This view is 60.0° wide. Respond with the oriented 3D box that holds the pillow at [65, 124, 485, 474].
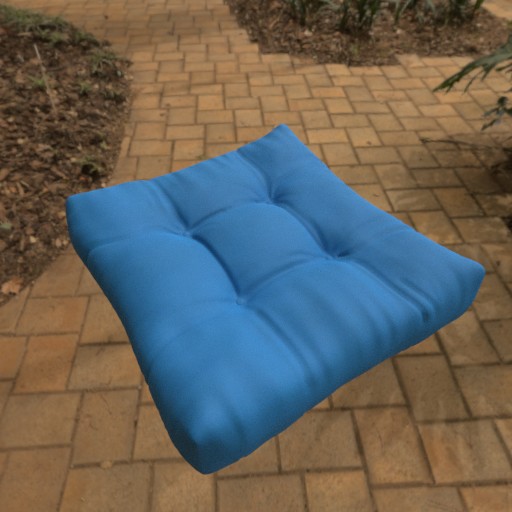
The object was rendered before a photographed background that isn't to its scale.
[{"bbox_3d":[0.000,0.000,0.691,0.468,0.128,0.490,-24,50,-23],"label":"pillow"}]
